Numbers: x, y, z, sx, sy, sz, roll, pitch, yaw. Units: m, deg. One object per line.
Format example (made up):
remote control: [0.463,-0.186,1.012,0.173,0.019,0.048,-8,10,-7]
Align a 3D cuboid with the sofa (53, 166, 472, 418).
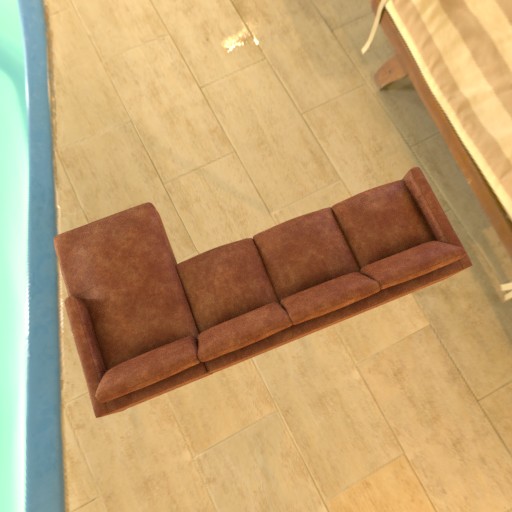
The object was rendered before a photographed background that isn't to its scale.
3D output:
sofa: [0.000,0.000,3.600,2.993,0.859,1.471,-21,76,-5]
